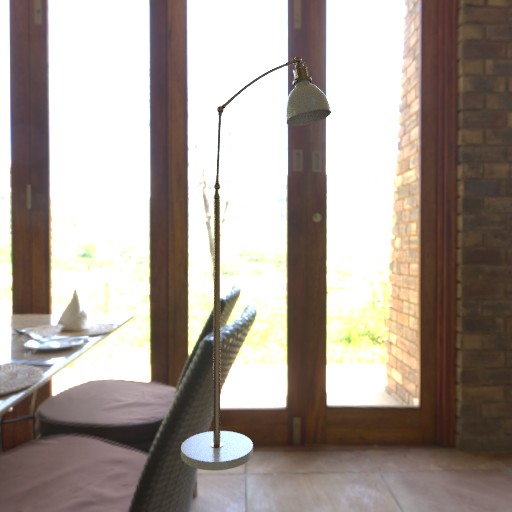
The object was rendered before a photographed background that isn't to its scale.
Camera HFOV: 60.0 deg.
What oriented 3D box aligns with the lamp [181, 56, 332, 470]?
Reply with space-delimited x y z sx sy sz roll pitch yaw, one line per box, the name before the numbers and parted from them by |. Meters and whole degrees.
lamp | 0.000 0.000 1.773 0.599 1.586 0.288 0 0 2
